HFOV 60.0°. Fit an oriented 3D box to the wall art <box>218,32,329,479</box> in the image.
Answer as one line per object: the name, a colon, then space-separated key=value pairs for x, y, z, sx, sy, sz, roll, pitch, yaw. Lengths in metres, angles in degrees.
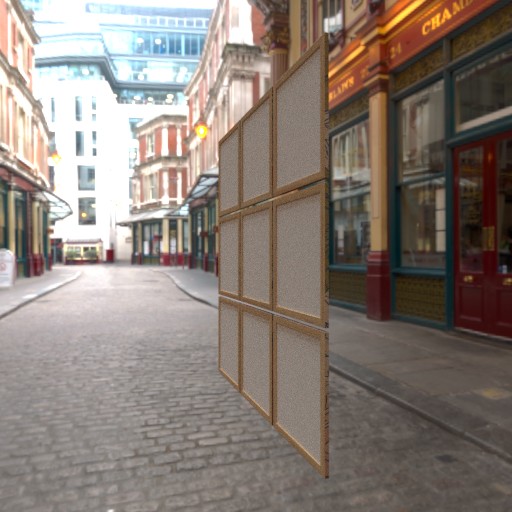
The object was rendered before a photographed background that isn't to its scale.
wall art: x=0.000 y=0.000 z=1.780 sx=0.013 sy=1.218 sz=1.206 roll=0 pitch=0 yaw=-19
